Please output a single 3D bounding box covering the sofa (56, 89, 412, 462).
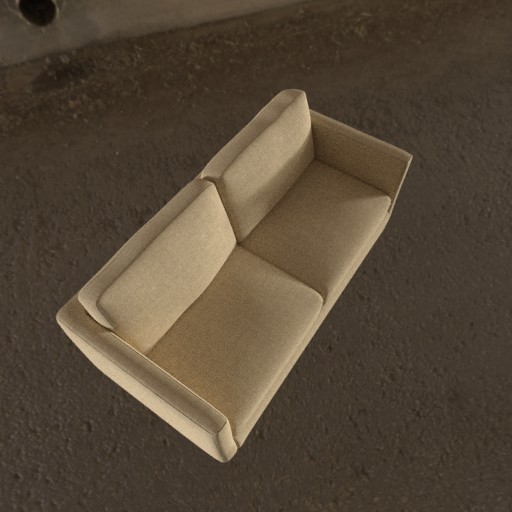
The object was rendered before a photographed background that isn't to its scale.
[{"bbox_3d":[0.000,0.000,2.477,0.950,0.963,1.884,30,62,18],"label":"sofa"}]
